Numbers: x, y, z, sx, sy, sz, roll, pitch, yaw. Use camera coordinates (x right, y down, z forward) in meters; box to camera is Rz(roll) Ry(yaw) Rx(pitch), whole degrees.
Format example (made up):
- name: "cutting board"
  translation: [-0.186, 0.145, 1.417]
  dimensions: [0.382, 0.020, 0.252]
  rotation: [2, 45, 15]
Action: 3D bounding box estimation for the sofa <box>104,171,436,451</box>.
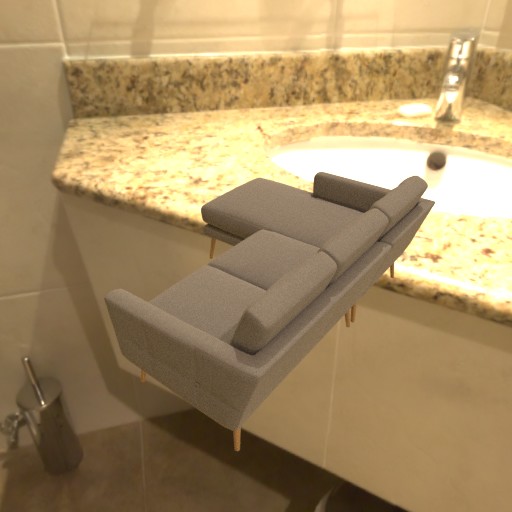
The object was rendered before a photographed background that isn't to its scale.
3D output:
- name: "sofa"
  translation: [0.000, 0.000, 2.828]
  dimensions: [1.530, 0.860, 2.040]
  rotation: [23, 39, 31]
